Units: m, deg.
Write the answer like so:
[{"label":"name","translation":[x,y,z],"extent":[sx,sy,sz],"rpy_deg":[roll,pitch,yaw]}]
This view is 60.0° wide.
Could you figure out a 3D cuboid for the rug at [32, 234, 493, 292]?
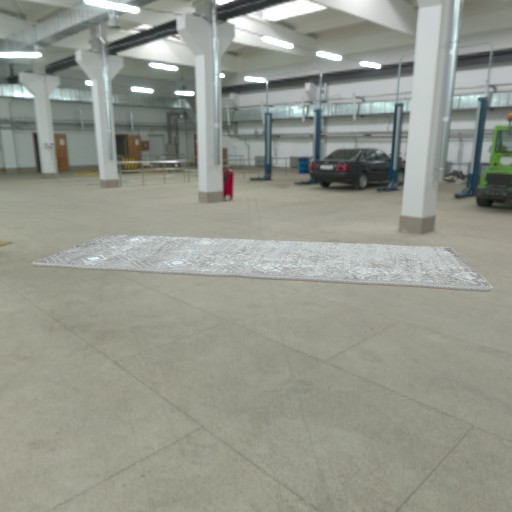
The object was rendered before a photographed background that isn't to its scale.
[{"label":"rug","translation":[0.000,0.000,2.639],"extent":[2.381,0.035,0.832],"rpy_deg":[3,14,10]}]
